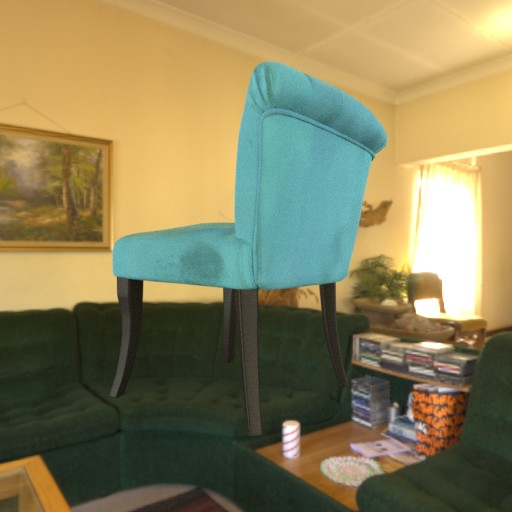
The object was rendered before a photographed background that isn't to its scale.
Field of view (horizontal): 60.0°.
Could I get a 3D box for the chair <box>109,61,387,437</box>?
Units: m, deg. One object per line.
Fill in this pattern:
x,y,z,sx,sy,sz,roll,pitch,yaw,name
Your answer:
0.000,0.000,1.192,0.605,0.750,0.582,0,0,36,chair
